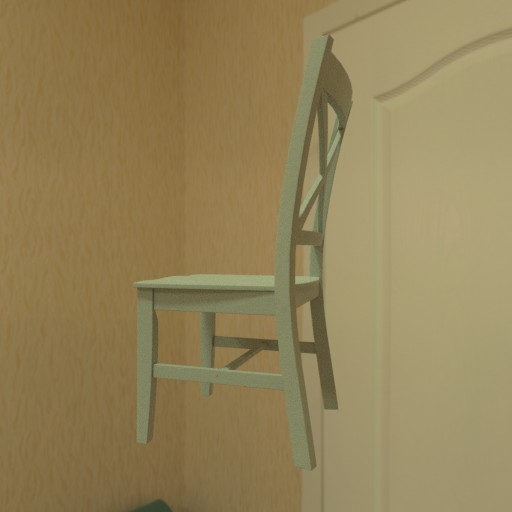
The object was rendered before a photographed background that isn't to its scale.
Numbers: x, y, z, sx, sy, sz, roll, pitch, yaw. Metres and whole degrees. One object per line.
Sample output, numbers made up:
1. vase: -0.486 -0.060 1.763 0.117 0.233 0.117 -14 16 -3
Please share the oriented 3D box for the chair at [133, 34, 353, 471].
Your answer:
1. chair: 0.000 0.000 1.287 0.542 0.983 0.485 0 1 18
